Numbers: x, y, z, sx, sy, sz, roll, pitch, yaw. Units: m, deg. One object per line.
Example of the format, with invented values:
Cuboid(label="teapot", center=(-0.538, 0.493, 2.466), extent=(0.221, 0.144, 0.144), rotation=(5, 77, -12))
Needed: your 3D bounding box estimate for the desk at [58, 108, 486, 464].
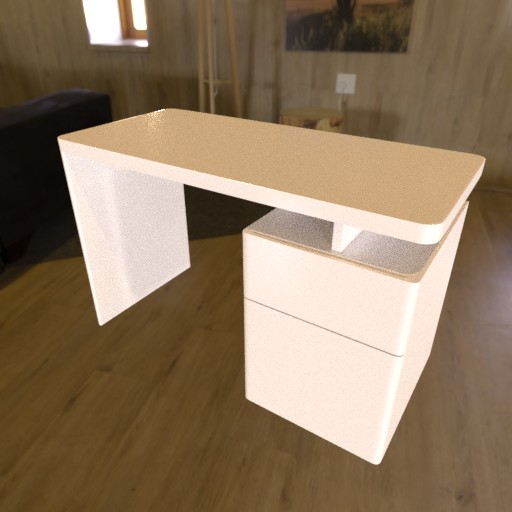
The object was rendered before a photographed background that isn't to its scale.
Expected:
Cuboid(label="desk", center=(0.000, 0.000, 1.520), extent=(1.200, 0.760, 0.550), rotation=(18, 34, 28))
